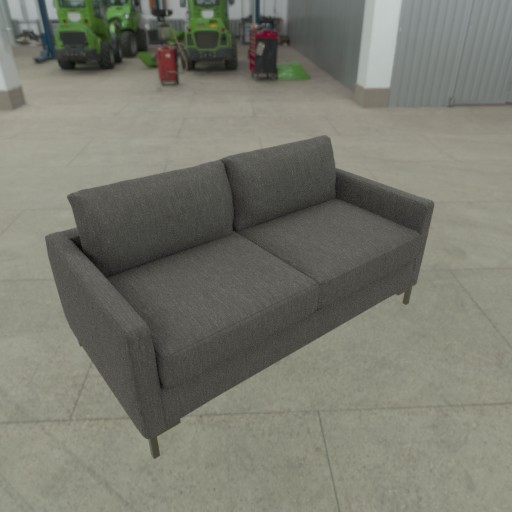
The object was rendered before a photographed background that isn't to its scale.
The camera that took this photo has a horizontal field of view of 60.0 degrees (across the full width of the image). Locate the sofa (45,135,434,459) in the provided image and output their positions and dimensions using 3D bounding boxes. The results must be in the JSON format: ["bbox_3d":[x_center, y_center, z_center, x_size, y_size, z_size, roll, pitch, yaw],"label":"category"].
[{"bbox_3d":[0.000,0.000,2.159,1.682,0.840,0.875,-22,36,-32],"label":"sofa"}]
